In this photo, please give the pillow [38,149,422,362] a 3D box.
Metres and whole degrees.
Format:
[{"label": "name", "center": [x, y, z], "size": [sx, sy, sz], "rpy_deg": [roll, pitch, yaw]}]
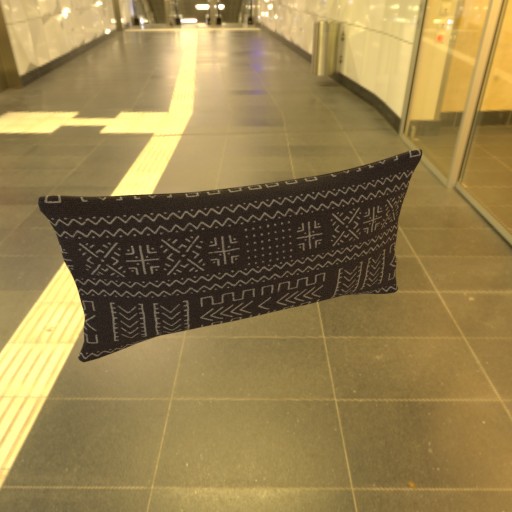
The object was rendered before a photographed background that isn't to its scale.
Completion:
[{"label": "pillow", "center": [0.000, 0.000, 0.800], "size": [0.667, 0.322, 0.135], "rpy_deg": [-10, 33, -16]}]
